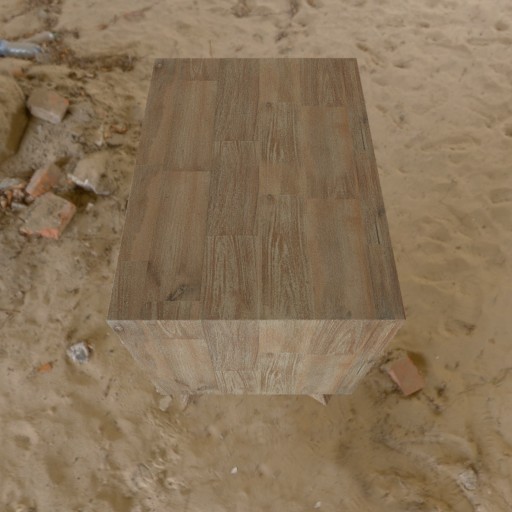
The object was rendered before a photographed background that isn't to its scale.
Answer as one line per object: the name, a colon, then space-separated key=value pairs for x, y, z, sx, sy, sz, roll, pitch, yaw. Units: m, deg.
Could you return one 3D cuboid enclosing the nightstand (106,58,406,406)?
nightstand: x=0.000 y=0.000 z=0.978 sx=0.396 sy=0.589 sz=0.552 roll=0 pitch=59 yaw=0
